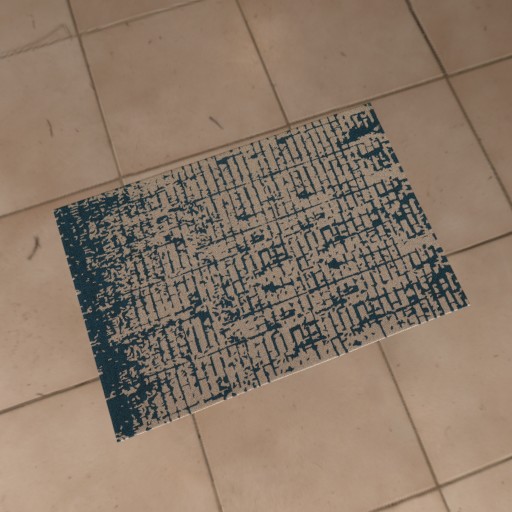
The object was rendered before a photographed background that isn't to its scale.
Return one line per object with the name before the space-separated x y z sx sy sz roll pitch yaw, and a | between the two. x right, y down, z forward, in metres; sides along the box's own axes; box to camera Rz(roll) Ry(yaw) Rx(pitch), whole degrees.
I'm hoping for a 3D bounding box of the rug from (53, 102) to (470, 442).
rug | 0.000 0.000 2.272 1.828 0.007 1.220 -20 77 -5
